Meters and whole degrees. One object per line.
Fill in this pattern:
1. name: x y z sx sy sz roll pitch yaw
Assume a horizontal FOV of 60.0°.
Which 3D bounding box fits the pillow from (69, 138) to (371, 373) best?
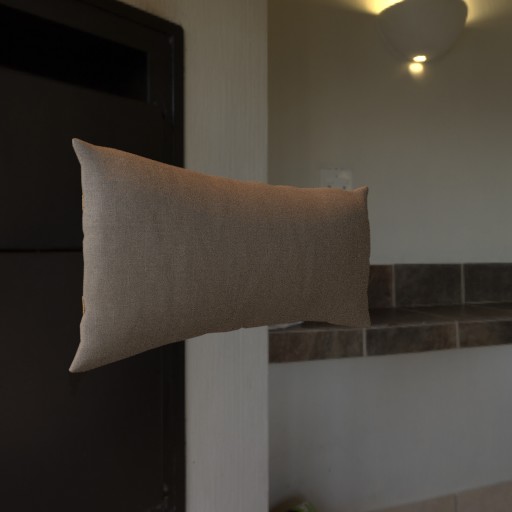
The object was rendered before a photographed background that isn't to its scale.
1. pillow: 0.000 0.000 0.763 0.612 0.308 0.148 0 0 -37
